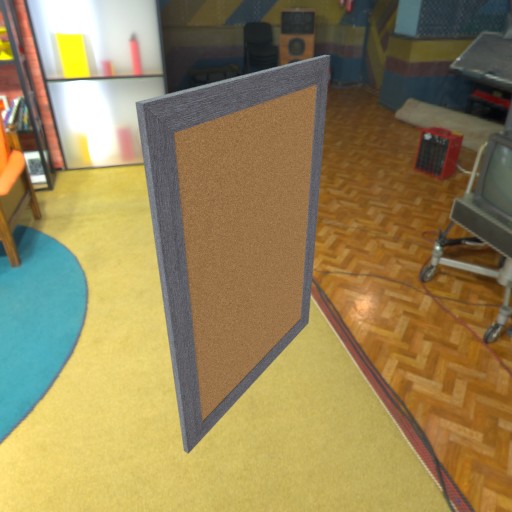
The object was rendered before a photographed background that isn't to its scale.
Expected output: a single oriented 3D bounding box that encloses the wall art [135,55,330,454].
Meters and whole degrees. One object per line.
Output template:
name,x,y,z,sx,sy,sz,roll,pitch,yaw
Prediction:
wall art,0.000,0.000,1.385,0.020,1.070,0.768,20,37,29
